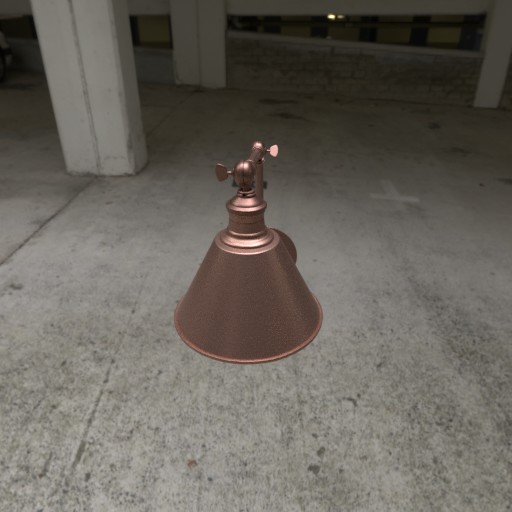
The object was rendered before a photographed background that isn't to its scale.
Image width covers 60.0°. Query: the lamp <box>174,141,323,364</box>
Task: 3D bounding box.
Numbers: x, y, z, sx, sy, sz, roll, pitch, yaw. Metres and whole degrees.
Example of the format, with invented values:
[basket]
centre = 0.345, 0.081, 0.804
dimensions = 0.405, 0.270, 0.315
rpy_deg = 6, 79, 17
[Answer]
[lamp]
centre = 0.000, 0.000, 0.856
dimensions = 0.223, 0.502, 0.624
rpy_deg = 2, 30, 3
